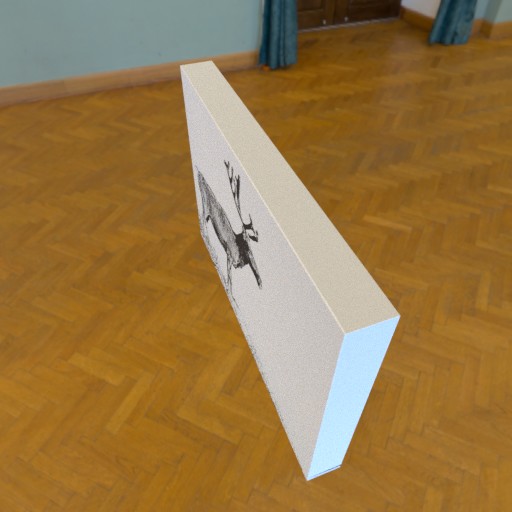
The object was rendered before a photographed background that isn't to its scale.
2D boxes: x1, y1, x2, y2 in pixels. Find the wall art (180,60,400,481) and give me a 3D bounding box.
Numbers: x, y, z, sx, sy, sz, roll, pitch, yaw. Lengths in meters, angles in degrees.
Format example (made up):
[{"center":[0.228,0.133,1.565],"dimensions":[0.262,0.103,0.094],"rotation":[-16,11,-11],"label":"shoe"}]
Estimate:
[{"center":[0.000,0.000,0.472],"dimensions":[0.038,0.259,0.381],"rotation":[-15,48,-14],"label":"wall art"}]
